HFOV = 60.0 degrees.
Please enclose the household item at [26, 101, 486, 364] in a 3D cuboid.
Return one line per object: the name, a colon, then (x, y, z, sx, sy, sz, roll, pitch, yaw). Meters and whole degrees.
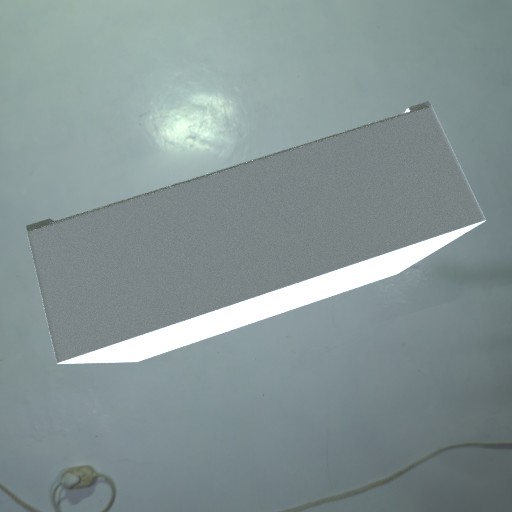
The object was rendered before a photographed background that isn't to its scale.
household item: (0.000, 0.000, 1.736, 1.300, 0.867, 0.420, -18, 78, -4)
